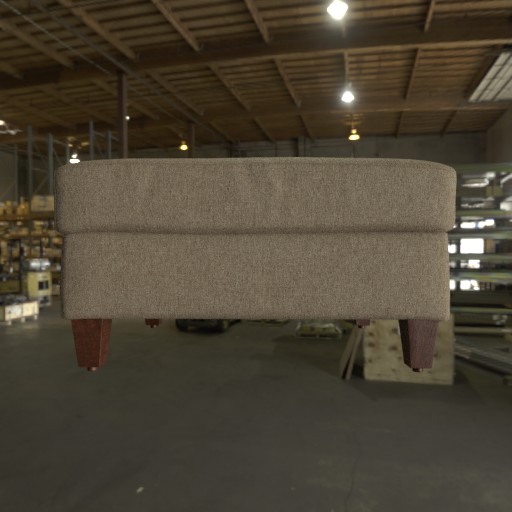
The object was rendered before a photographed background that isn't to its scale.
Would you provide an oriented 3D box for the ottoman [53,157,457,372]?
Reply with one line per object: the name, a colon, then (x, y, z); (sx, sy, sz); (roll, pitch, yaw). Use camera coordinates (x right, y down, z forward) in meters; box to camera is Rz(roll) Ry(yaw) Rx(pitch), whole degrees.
ottoman: (0.000, 0.000, 1.276); (0.889, 0.511, 0.692); (0, 1, 1)
